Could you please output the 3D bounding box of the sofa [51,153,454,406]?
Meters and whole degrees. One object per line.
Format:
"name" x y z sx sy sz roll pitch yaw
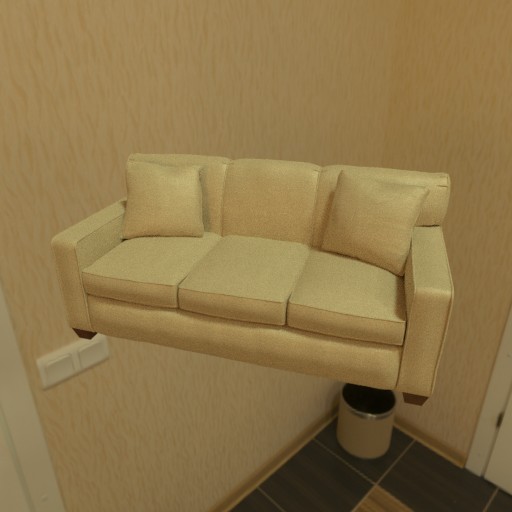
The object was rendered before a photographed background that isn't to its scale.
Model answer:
"sofa" 0.000 0.000 2.549 2.024 0.958 0.997 7 27 15
